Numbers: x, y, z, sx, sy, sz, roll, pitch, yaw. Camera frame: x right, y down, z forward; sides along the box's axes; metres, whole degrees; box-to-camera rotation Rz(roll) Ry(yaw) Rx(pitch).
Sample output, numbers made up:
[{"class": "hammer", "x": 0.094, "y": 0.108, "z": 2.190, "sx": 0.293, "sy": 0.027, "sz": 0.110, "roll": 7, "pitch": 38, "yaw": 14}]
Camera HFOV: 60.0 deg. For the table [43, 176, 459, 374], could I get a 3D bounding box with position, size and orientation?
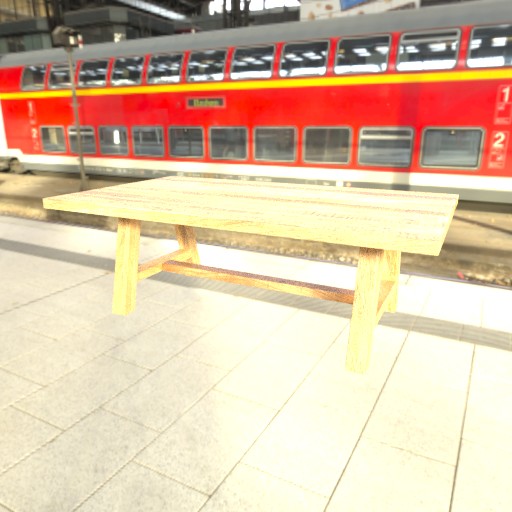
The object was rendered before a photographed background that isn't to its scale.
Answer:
[{"class": "table", "x": 0.000, "y": 0.000, "z": 1.686, "sx": 1.320, "sy": 0.455, "sz": 0.760, "roll": 8, "pitch": 19, "yaw": 25}]
